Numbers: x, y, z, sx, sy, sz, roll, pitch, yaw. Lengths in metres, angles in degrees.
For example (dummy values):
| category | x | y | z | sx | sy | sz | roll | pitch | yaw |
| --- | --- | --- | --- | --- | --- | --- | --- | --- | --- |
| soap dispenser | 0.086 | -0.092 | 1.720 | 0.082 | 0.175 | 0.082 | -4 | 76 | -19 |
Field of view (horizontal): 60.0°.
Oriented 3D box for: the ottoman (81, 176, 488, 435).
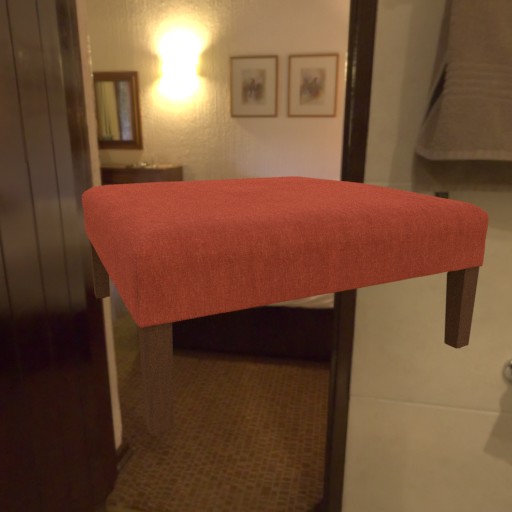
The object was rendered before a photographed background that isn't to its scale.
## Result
| category | x | y | z | sx | sy | sz | roll | pitch | yaw |
| --- | --- | --- | --- | --- | --- | --- | --- | --- | --- |
| ottoman | 0.000 | 0.000 | 1.350 | 0.889 | 0.411 | 0.890 | -7 | 17 | -25 |
